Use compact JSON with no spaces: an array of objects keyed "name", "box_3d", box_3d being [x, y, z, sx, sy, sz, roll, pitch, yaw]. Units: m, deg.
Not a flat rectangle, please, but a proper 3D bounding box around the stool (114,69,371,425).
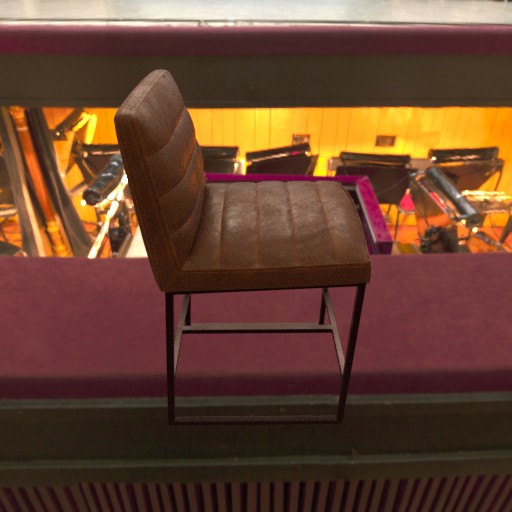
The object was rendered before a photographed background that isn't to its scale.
[{"name":"stool","box_3d":[0.000,0.000,1.268,0.562,0.942,0.463,0,34,0]}]
